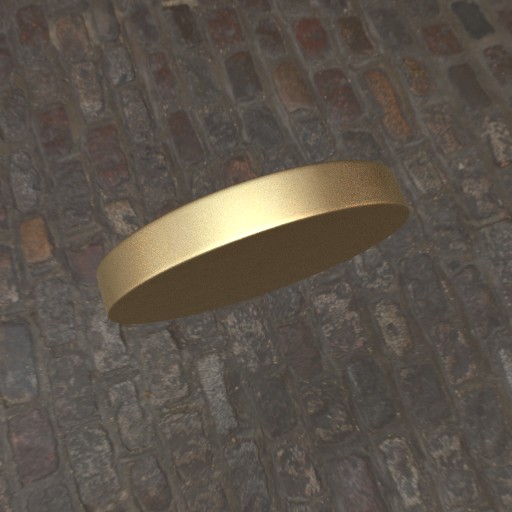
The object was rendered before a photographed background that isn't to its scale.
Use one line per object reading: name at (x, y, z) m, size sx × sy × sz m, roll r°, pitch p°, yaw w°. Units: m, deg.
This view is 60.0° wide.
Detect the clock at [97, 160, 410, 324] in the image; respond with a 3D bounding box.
clock at (0.000, 0.000, 0.463) m, size 0.314 × 0.314 × 0.040 m, roll -18°, pitch 78°, yaw -4°
